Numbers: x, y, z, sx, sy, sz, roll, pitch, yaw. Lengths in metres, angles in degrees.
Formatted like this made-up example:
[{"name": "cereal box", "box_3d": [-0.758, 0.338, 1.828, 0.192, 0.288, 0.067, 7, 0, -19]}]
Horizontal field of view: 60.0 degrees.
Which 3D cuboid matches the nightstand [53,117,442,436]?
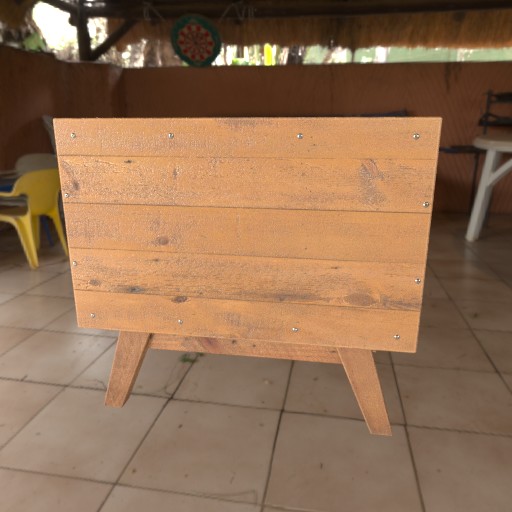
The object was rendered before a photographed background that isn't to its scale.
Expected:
[{"name": "nightstand", "box_3d": [0.000, 0.000, 1.021, 0.650, 0.599, 0.450, 3, 16, 9]}]
